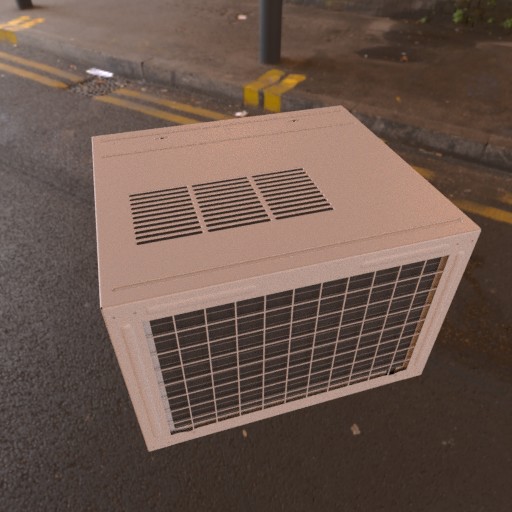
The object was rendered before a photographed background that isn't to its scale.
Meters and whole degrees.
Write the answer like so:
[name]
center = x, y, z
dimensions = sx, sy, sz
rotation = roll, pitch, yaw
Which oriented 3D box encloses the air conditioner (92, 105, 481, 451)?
[air conditioner]
center = 0.000, 0.000, 1.062
dimensions = 0.645, 0.455, 0.599
rotation = -11, 42, -13
